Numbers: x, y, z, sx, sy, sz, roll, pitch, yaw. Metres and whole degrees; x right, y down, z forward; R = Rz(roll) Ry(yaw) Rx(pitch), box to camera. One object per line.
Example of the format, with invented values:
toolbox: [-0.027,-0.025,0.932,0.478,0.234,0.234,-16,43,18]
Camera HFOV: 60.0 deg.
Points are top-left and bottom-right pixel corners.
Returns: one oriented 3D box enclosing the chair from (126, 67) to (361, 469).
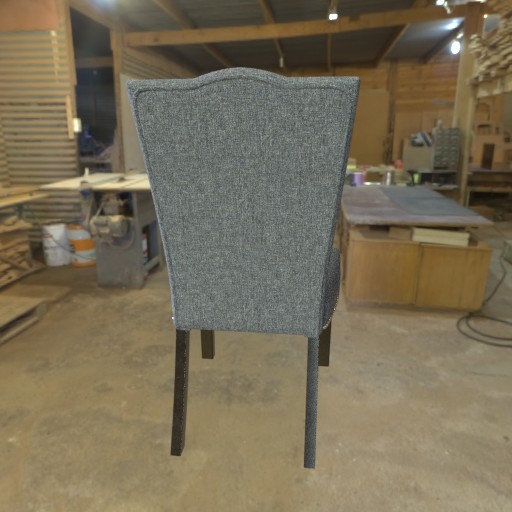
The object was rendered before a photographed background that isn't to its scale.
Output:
chair: [0.000,0.000,1.285,0.518,0.946,0.589,2,15,7]
